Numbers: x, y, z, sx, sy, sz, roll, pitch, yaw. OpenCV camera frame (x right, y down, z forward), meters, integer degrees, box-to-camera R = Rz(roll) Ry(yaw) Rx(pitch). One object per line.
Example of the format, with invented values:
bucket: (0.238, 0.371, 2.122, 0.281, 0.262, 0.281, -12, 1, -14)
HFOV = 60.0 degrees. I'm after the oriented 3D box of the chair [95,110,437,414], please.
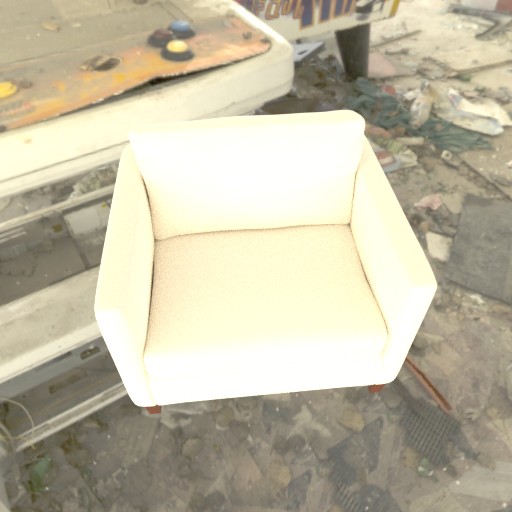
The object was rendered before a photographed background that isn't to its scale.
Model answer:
chair: (0.000, 0.000, 1.712, 1.019, 0.885, 0.878, -4, 47, -4)
